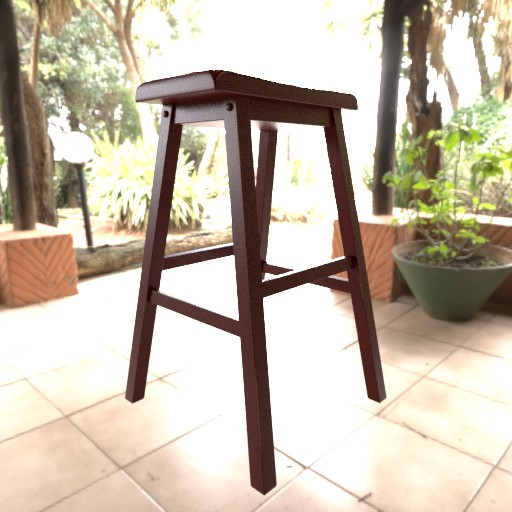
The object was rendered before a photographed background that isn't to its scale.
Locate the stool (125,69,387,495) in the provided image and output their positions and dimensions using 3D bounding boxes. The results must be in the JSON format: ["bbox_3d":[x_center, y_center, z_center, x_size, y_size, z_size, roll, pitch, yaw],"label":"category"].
[{"bbox_3d":[0.000,0.000,1.037,0.476,0.737,0.457,12,17,42],"label":"stool"}]
